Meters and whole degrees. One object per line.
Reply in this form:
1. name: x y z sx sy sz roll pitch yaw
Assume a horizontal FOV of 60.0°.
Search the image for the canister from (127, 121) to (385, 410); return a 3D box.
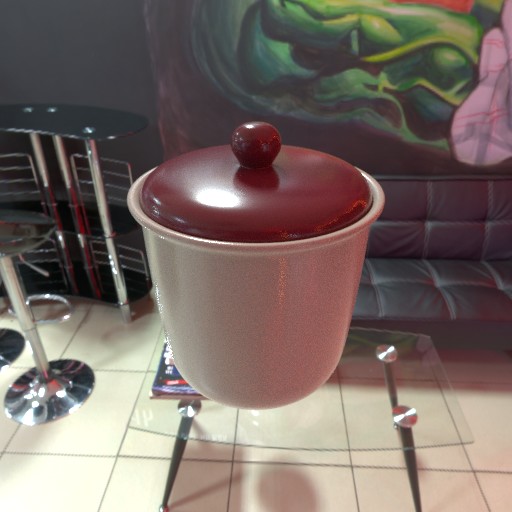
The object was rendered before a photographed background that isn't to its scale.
1. canister: 0.000 0.000 0.351 0.182 0.208 0.182 0 30 0
